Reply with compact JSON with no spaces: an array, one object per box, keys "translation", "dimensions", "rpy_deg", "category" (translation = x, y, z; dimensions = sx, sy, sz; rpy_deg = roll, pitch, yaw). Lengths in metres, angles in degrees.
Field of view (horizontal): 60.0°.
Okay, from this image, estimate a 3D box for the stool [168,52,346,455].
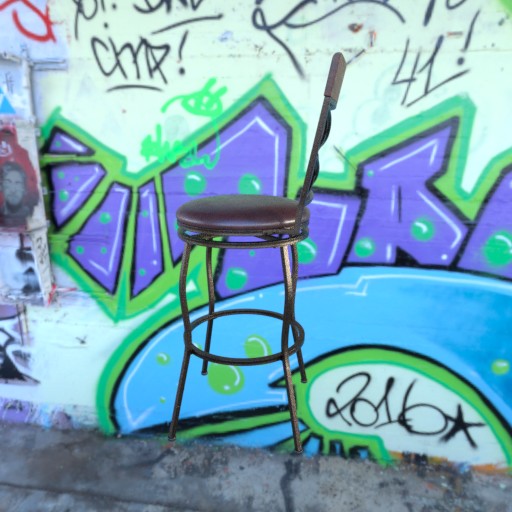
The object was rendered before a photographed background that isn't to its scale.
[{"translation":[0.000,0.000,1.432],"dimensions":[0.513,1.130,0.448],"rpy_deg":[2,16,8],"category":"stool"}]
